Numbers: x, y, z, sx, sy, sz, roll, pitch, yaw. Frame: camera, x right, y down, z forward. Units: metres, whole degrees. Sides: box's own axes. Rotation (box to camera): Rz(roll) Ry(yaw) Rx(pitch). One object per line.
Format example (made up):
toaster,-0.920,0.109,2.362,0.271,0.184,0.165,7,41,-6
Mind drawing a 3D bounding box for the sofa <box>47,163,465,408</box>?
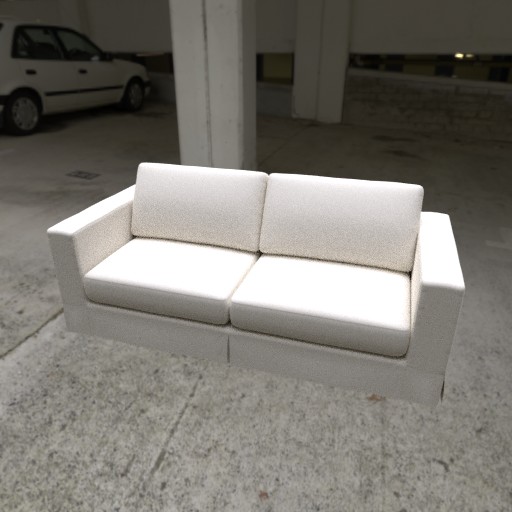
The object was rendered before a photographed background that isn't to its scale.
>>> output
sofa,0.000,0.000,2.629,2.163,0.881,0.954,8,27,16
